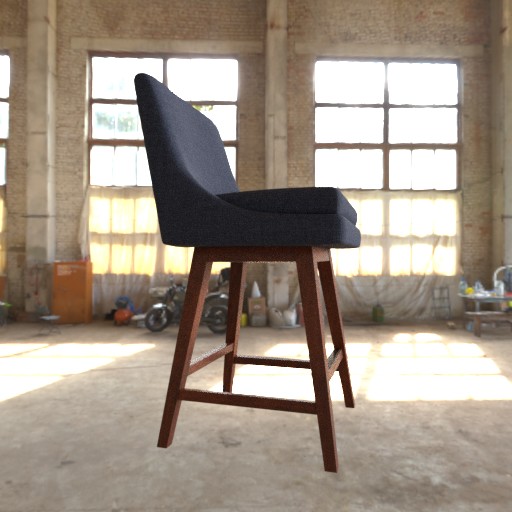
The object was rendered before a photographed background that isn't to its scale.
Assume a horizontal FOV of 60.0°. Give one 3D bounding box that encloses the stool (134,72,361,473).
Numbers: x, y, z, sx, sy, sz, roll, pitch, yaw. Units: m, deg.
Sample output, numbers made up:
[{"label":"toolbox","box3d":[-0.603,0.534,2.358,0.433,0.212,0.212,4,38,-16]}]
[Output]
[{"label":"stool","box3d":[0.000,0.000,1.189,0.524,0.895,0.467,0,0,17]}]
